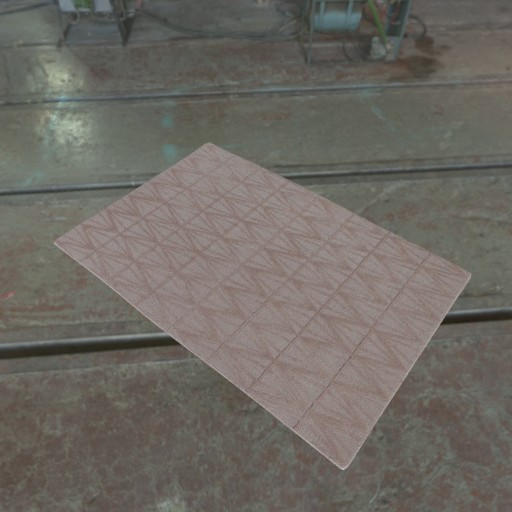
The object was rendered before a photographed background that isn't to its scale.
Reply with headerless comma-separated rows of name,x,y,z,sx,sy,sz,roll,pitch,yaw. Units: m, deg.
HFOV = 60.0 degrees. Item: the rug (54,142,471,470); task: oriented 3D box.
rug,0.000,0.000,2.311,1.837,0.025,1.230,31,55,26
